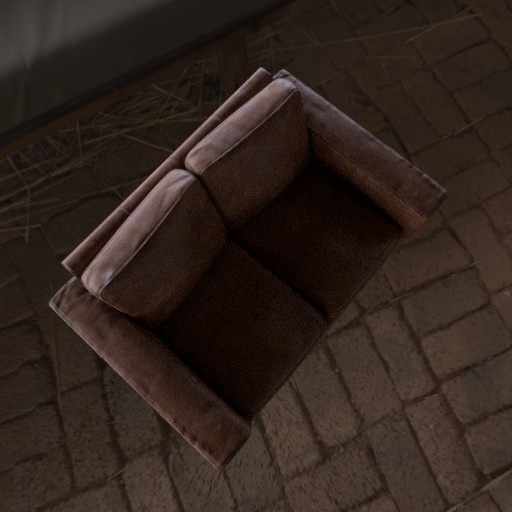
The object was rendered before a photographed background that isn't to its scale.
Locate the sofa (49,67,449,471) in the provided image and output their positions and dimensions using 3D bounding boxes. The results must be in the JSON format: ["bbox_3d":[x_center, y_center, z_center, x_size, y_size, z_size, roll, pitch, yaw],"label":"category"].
[{"bbox_3d":[0.000,0.000,2.180,1.041,0.889,1.626,40,79,10],"label":"sofa"}]
